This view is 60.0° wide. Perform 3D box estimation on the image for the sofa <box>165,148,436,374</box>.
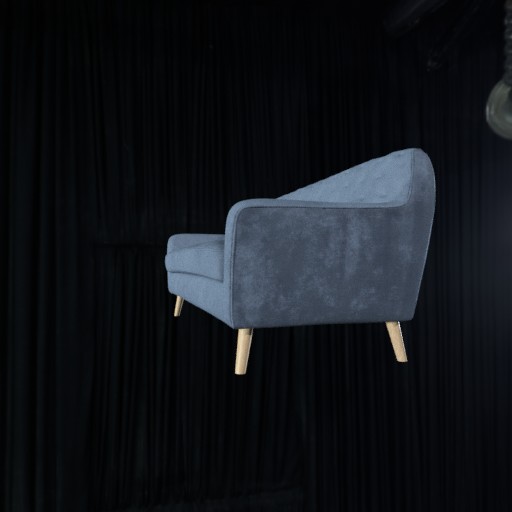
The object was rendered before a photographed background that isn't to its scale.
[{"bbox_3d":[0.000,0.000,2.451,0.841,0.832,1.975,0,-1,-17],"label":"sofa"}]
